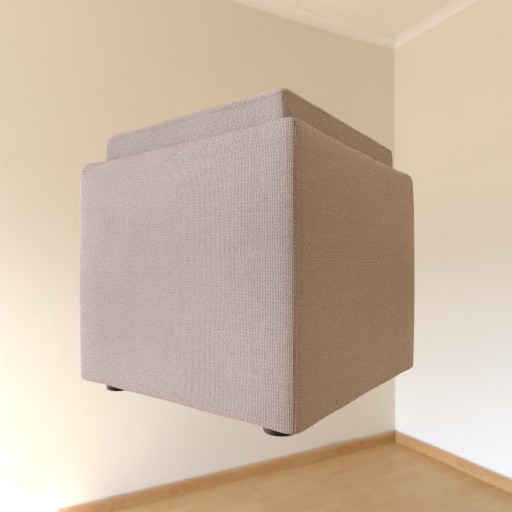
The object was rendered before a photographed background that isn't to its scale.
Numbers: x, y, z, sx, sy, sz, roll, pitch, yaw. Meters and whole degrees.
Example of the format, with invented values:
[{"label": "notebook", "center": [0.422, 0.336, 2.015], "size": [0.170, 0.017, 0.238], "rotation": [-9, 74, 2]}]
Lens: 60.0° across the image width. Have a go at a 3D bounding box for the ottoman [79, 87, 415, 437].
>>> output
[{"label": "ottoman", "center": [0.000, 0.000, 0.810], "size": [0.450, 0.460, 0.451], "rotation": [-1, -2, 37]}]
